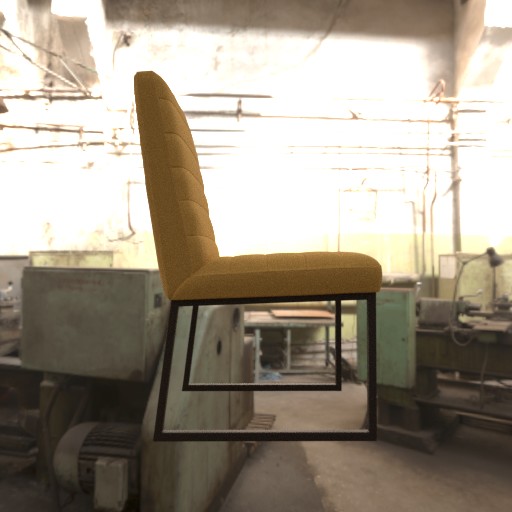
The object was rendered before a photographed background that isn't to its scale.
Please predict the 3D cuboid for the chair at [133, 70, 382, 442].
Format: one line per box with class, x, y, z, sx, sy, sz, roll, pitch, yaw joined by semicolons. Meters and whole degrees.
chair;0.000;0.000;1.339;0.634;0.930;0.520;0;-1;0
